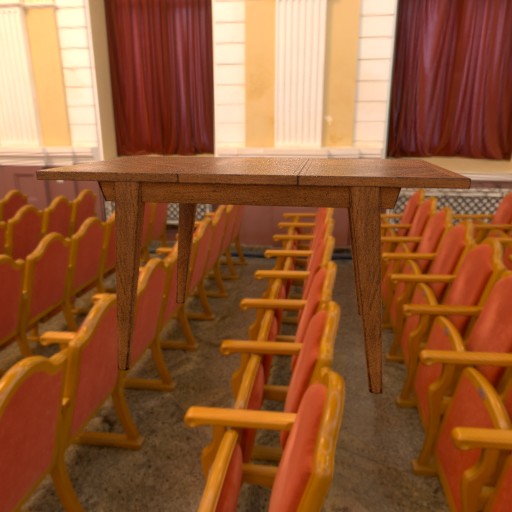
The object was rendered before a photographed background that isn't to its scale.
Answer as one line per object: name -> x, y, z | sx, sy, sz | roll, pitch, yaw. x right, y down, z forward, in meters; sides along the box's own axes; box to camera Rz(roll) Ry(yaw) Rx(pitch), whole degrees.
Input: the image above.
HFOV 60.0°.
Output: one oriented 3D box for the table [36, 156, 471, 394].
table -> 0.000, 0.000, 1.871 | 1.400, 0.760, 0.757 | 3, 17, 9
